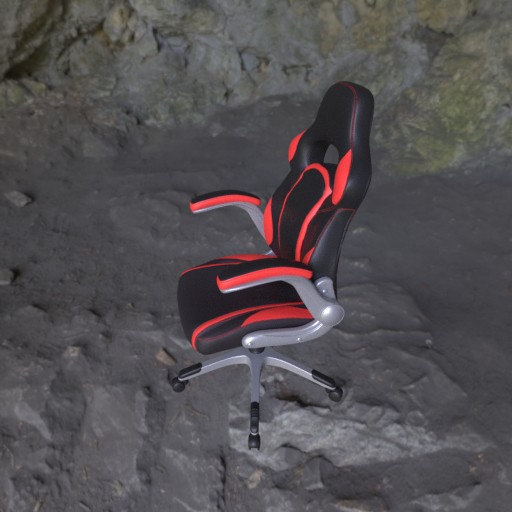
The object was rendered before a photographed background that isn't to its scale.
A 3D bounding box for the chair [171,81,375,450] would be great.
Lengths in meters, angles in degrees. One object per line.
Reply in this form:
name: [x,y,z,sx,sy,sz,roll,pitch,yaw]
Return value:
chair: [0.000,0.000,1.615,0.712,1.165,0.758,-8,30,-13]
